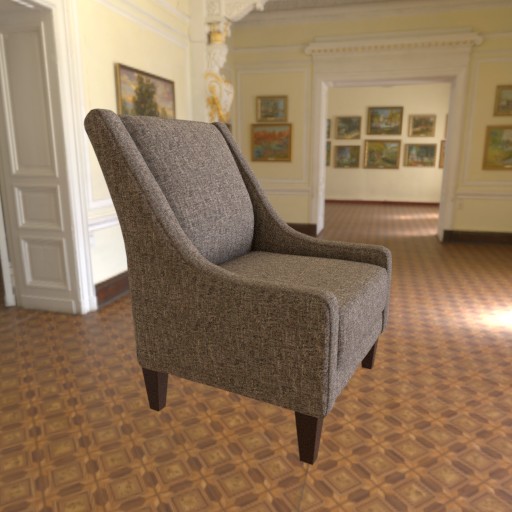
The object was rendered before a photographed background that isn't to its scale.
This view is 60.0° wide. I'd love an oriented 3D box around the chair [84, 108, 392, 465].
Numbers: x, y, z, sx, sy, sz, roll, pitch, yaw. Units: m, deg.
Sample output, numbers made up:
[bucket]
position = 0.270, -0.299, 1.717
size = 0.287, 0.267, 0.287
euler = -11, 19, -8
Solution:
[chair]
position = 0.000, 0.000, 1.637
size = 0.870, 1.014, 0.774
euler = 7, 15, 28
